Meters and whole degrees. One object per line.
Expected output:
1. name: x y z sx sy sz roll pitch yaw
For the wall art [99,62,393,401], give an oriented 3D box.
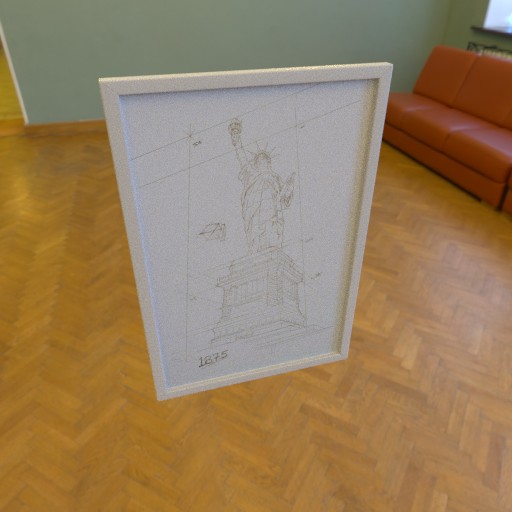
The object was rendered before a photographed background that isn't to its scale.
1. wall art: 0.000 0.000 1.037 0.556 0.813 0.026 -9 34 -14
